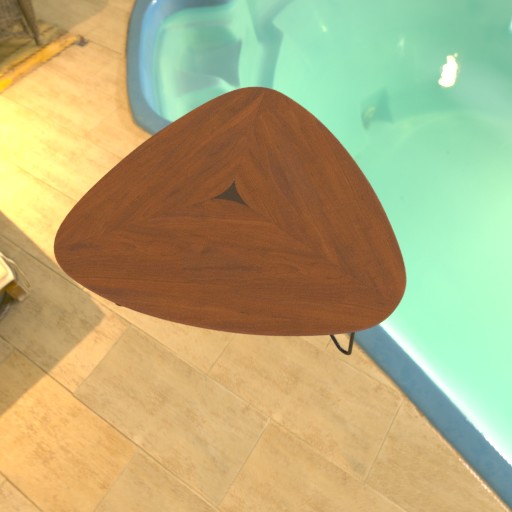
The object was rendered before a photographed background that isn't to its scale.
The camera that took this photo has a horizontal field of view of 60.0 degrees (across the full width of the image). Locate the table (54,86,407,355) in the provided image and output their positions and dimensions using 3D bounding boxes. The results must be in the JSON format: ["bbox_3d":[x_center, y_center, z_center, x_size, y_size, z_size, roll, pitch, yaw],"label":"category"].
[{"bbox_3d":[0.000,0.000,1.305,0.821,0.413,0.833,35,64,20],"label":"table"}]
